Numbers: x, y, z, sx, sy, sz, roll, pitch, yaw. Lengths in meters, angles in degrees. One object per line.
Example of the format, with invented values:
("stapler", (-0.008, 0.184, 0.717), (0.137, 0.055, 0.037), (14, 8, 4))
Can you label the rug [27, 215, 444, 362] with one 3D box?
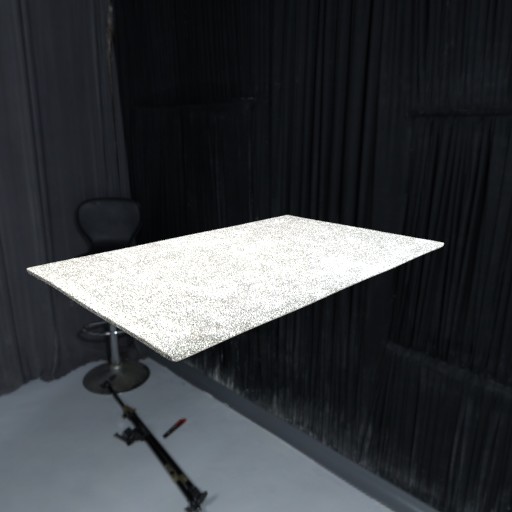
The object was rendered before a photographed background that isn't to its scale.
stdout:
("rug", (0.000, 0.000, 2.908), (1.502, 0.025, 2.350), (16, 22, 43))
